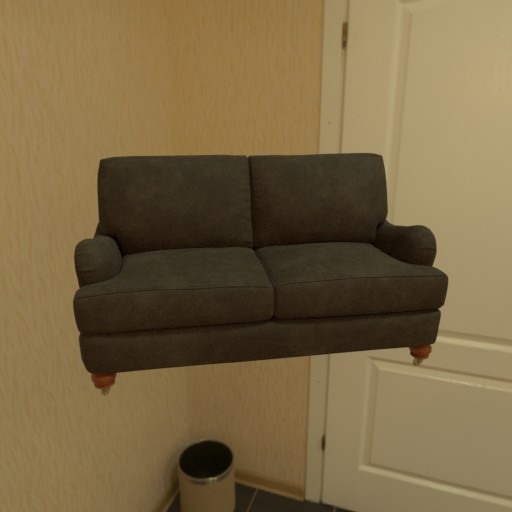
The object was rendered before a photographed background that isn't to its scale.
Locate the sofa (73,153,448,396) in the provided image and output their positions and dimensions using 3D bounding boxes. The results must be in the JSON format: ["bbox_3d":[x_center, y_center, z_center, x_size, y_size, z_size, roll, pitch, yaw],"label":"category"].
[{"bbox_3d":[0.000,0.000,2.549,1.853,1.101,1.084,-3,17,-9],"label":"sofa"}]
